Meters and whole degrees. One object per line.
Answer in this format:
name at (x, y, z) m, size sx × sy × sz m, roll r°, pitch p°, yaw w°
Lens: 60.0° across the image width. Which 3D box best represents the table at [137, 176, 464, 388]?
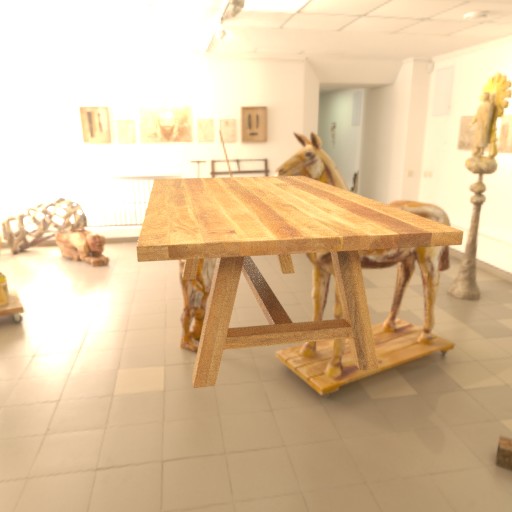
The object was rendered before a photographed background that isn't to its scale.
table at (0.000, 0.000, 1.677) m, size 0.760 × 0.455 × 1.320 m, roll -3°, pitch 16°, yaw -10°
